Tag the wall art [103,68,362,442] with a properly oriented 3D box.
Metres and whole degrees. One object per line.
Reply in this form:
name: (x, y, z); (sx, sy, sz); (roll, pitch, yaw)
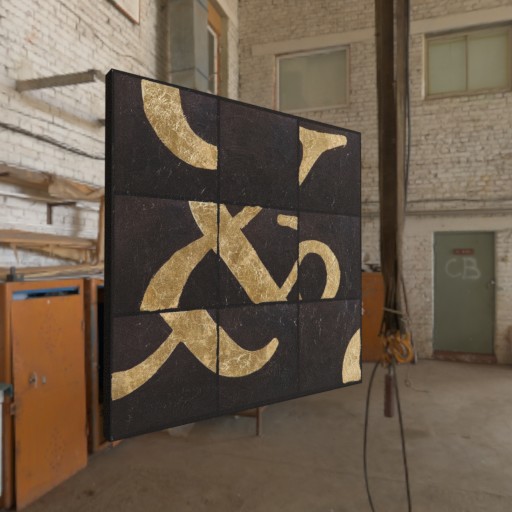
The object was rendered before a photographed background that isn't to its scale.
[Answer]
wall art: (0.000, 0.000, 1.136); (0.758, 0.758, 0.044); (1, -1, -36)
